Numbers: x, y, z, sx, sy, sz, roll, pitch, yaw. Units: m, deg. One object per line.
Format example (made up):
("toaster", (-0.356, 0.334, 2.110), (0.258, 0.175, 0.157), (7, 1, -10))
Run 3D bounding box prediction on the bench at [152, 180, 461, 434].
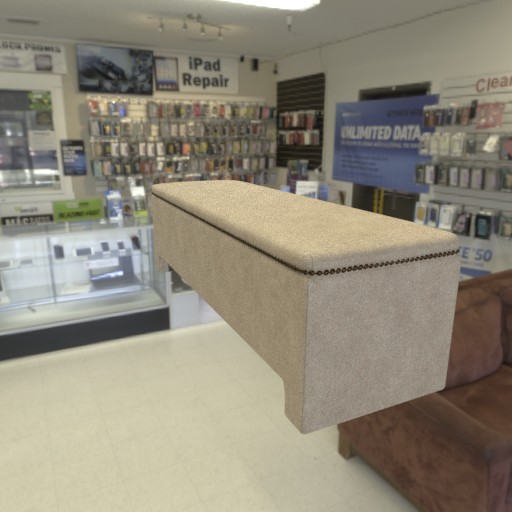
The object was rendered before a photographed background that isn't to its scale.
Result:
("bench", (0.000, 0.000, 1.699), (0.470, 0.447, 1.482), (-7, 17, -24))
